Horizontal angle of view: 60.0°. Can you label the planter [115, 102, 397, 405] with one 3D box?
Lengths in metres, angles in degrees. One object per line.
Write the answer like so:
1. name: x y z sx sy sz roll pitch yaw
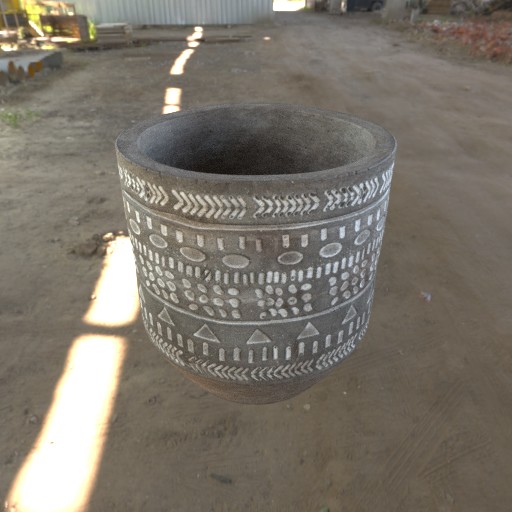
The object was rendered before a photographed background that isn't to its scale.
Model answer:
1. planter: 0.000 0.000 0.228 0.122 0.128 0.122 0 31 0
